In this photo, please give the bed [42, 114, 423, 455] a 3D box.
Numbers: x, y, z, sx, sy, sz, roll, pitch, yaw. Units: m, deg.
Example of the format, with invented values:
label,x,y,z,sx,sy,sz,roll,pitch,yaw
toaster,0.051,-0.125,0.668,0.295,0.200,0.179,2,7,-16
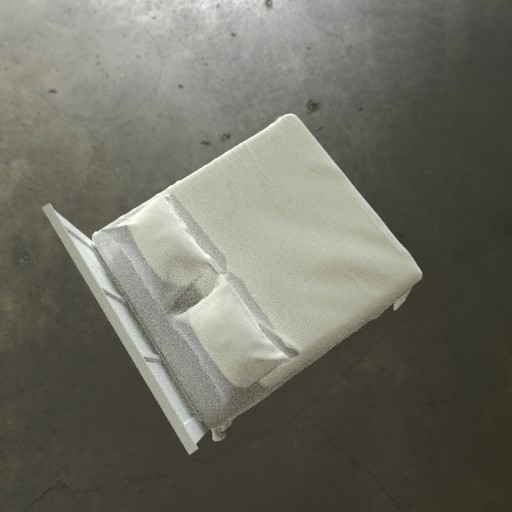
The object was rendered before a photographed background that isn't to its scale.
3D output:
label,x,y,z,sx,sy,sz,roll,pitch,yaw
bed,0.000,0.000,3.214,2.047,1.269,1.876,-33,77,-9
